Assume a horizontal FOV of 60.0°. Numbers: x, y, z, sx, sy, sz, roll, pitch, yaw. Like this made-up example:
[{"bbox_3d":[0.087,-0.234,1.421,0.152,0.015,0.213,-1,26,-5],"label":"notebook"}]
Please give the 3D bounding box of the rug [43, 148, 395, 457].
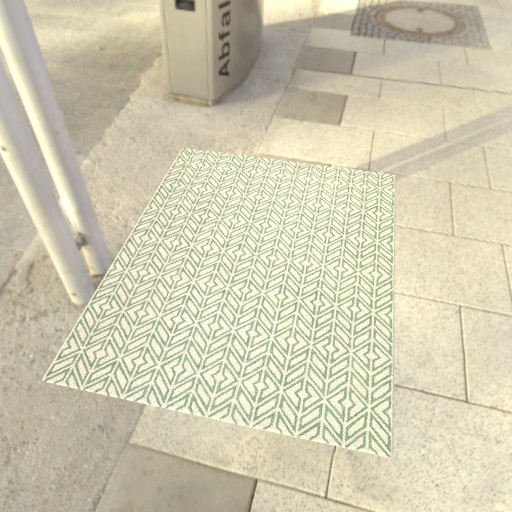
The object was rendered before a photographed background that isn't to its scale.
[{"bbox_3d":[0.000,0.000,3.990,2.441,0.017,3.050,9,47,9],"label":"rug"}]
